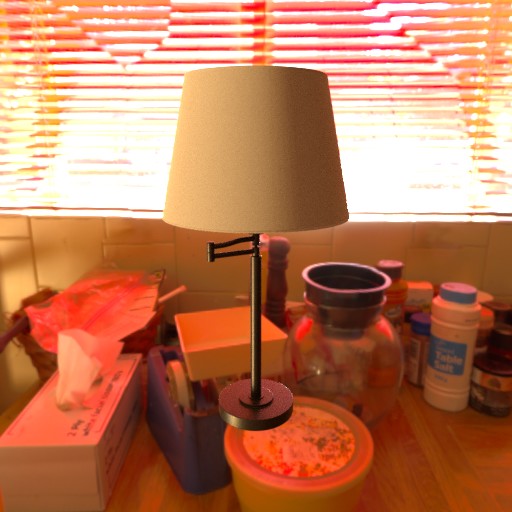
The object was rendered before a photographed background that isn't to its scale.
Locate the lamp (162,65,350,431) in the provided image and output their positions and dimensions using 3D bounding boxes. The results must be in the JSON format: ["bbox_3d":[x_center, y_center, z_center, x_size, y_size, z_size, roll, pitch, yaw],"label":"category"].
[{"bbox_3d":[0.000,0.000,0.894,0.363,0.696,0.363,0,15,0],"label":"lamp"}]
